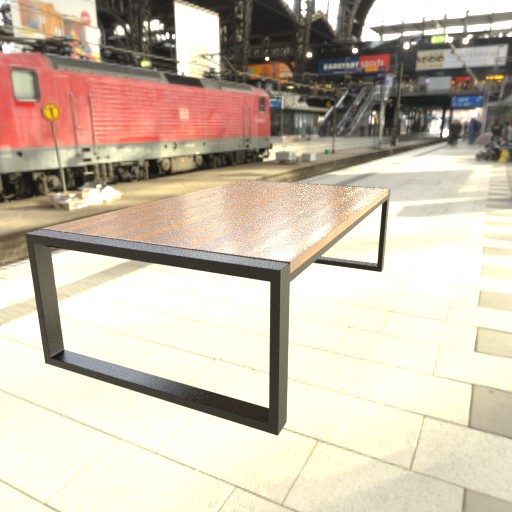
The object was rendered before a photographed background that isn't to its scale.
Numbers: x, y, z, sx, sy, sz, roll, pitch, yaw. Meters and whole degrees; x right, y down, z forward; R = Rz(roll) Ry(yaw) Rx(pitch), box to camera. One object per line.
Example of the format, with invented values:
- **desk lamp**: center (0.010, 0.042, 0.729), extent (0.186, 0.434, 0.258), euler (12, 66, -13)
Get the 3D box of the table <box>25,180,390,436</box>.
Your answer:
- **table**: center (0.000, 0.000, 1.693), extent (0.750, 0.400, 1.350), euler (8, 18, 24)
